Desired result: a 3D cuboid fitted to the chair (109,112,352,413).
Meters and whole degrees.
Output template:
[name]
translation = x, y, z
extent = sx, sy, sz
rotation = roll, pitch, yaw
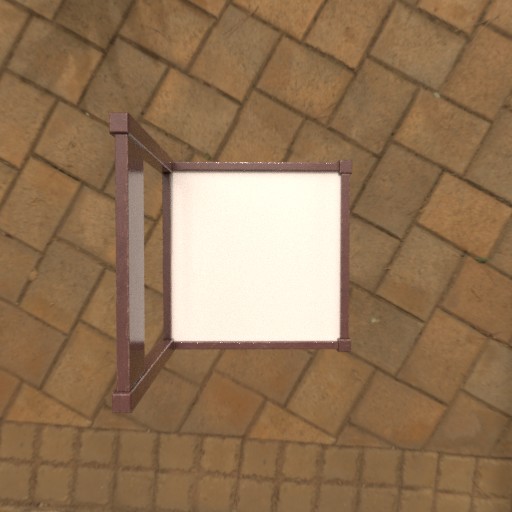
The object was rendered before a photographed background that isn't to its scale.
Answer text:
[chair]
translation = 0.000, 0.000, 0.669
extent = 0.285, 0.505, 0.285
rotation = 0, 92, -1
